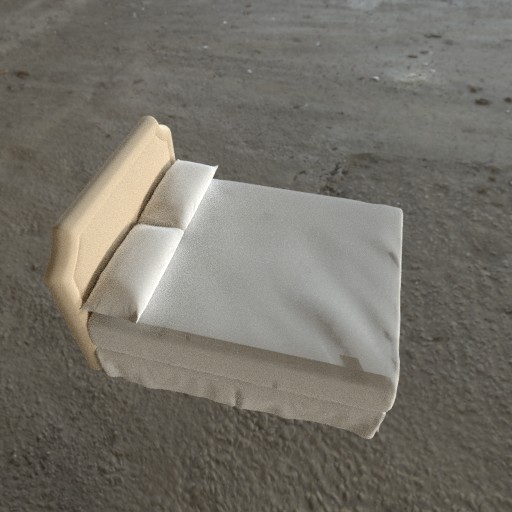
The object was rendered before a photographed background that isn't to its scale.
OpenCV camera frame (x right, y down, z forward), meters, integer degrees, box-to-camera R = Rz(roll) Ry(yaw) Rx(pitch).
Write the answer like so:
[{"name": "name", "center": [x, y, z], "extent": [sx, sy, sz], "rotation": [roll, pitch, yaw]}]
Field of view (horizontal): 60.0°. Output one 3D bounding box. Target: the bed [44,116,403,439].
[{"name": "bed", "center": [0.000, 0.000, 3.881], "extent": [2.548, 1.524, 2.134], "rotation": [10, 48, 10]}]
